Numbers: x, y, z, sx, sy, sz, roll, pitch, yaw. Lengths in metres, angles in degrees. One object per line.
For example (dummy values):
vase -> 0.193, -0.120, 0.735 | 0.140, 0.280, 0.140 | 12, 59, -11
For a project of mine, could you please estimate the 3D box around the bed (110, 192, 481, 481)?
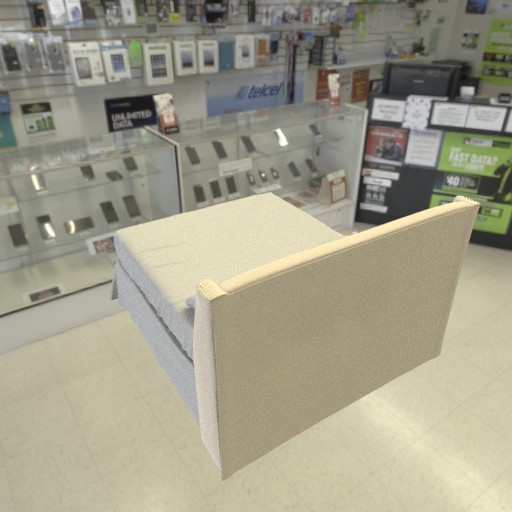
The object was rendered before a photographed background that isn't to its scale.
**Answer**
bed -> 0.000, 0.000, 3.459 | 1.925, 1.332, 2.276 | -18, 35, -27
